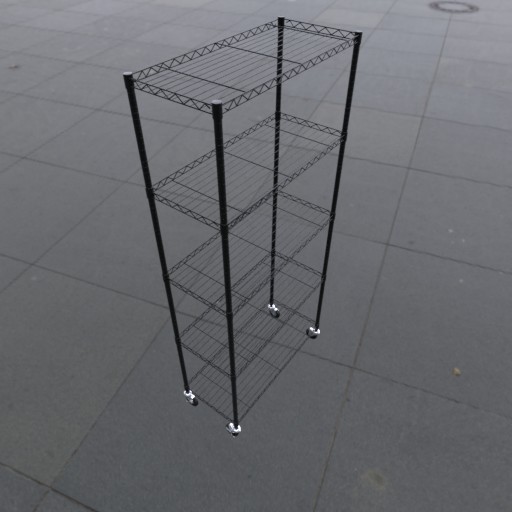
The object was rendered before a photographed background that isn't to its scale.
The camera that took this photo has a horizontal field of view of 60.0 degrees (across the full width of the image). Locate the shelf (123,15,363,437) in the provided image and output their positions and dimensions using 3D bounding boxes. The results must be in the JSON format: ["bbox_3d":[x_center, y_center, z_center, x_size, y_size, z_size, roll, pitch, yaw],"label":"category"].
[{"bbox_3d":[0.000,0.000,1.867,0.356,1.645,0.762,27,48,27],"label":"shelf"}]
